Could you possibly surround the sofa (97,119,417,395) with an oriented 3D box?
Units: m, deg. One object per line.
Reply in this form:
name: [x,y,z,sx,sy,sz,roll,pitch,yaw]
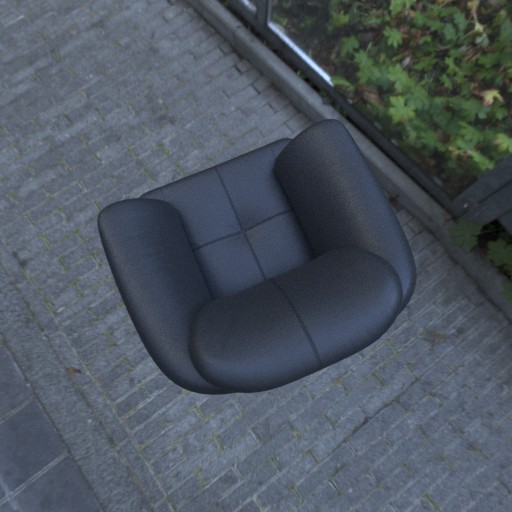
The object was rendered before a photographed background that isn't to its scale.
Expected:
sofa: [0.000,0.000,1.501,0.870,0.811,0.794,-23,78,-5]
